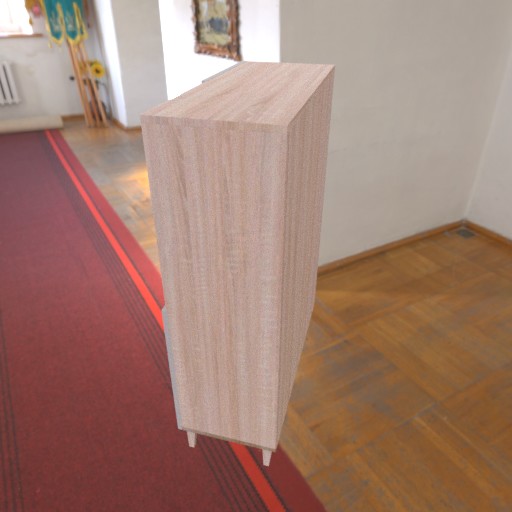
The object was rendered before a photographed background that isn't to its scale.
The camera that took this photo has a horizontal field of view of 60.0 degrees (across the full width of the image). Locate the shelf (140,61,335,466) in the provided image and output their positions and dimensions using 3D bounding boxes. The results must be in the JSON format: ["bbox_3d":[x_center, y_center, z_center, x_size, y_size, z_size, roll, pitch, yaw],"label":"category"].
[{"bbox_3d":[0.000,0.000,1.903,0.434,1.405,0.995,8,32,13],"label":"shelf"}]
